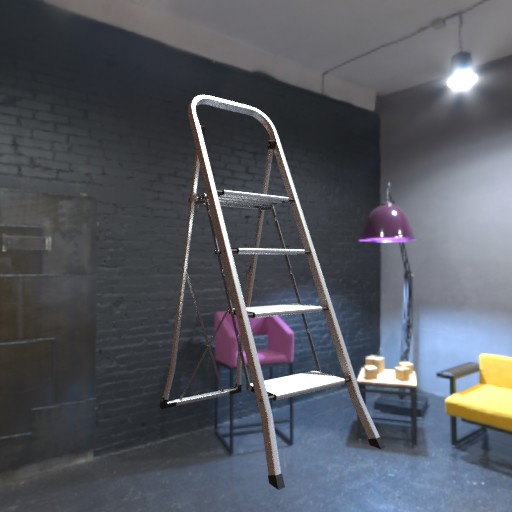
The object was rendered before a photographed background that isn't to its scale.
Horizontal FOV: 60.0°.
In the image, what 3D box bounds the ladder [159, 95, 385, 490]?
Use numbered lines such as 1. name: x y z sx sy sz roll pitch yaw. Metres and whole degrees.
1. ladder: 0.000 0.000 1.688 0.465 1.290 0.830 1 -1 -37
